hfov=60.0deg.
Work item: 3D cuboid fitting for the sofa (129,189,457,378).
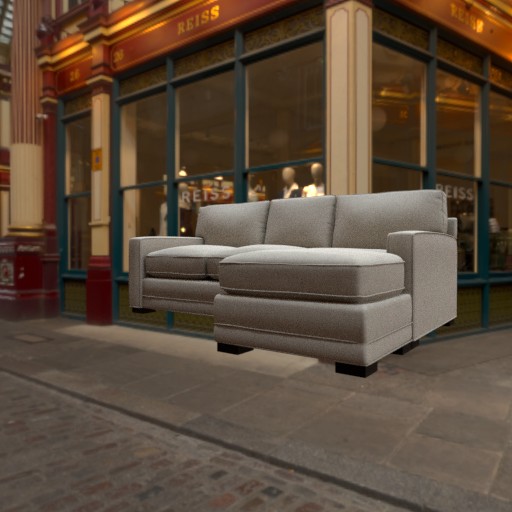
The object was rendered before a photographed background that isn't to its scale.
[{"bbox_3d":[0.000,0.000,2.820,2.087,0.861,1.496,1,1,36],"label":"sofa"}]
